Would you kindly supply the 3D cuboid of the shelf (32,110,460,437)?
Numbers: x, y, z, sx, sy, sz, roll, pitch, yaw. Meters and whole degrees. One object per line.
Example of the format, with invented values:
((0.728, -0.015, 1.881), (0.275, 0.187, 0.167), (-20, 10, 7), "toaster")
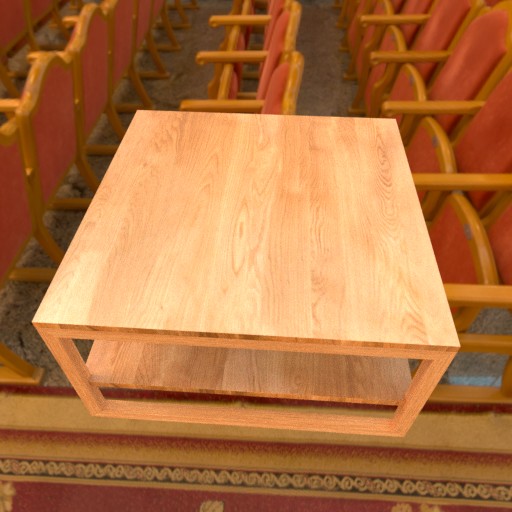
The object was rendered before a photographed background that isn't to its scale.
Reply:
((0.000, 0.000, 1.405), (0.899, 0.480, 0.899), (3, 47, 3), "shelf")
